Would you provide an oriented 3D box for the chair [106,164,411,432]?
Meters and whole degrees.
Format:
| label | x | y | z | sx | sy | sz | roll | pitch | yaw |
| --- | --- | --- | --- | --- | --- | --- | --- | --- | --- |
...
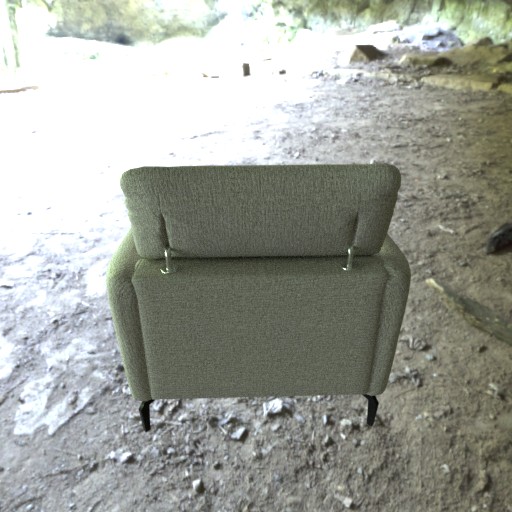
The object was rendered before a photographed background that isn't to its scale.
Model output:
| label | x | y | z | sx | sy | sz | roll | pitch | yaw |
| --- | --- | --- | --- | --- | --- | --- | --- | --- | --- |
| chair | 0.000 | 0.000 | 1.708 | 0.972 | 0.967 | 0.835 | -1 | 31 | -2 |
